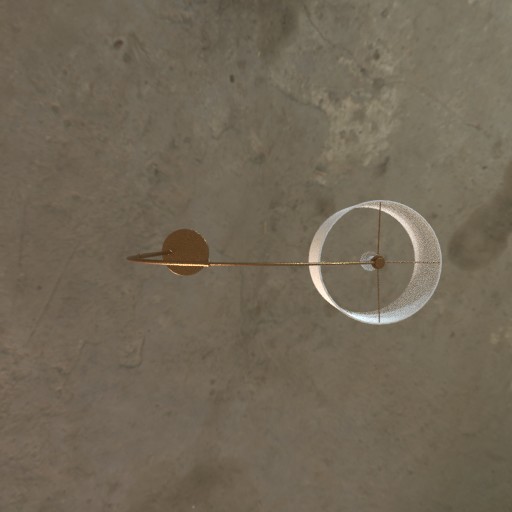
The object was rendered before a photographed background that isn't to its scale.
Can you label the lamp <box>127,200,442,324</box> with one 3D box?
[{"bbox_3d":[0.000,0.000,2.583,1.434,1.927,0.493,0,92,-2],"label":"lamp"}]
